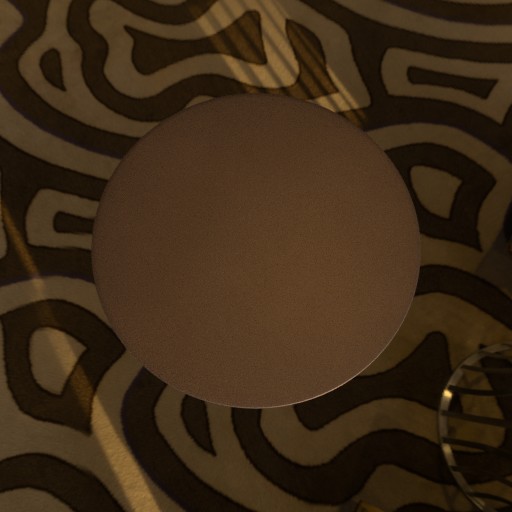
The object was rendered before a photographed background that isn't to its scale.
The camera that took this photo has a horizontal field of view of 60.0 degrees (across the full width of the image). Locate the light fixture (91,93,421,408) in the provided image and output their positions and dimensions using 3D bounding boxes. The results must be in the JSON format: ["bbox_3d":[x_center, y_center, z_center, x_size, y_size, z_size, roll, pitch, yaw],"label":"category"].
[{"bbox_3d":[0.000,0.000,0.442,0.280,0.135,0.280,0,74,0],"label":"light fixture"}]
